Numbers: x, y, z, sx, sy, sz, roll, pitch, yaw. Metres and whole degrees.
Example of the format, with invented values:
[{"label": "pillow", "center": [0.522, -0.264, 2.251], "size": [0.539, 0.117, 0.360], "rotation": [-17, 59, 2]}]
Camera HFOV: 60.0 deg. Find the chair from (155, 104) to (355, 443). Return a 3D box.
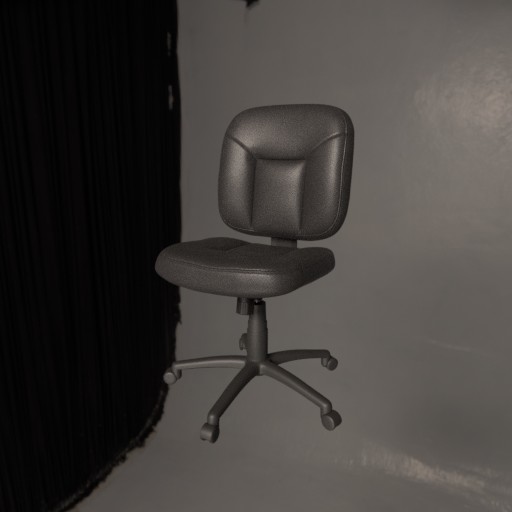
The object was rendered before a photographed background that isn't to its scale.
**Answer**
[{"label": "chair", "center": [0.000, 0.000, 1.416], "size": [0.647, 0.959, 0.646], "rotation": [7, 16, 26]}]
